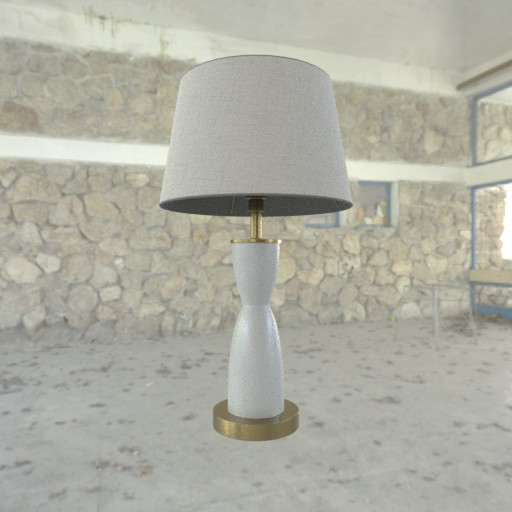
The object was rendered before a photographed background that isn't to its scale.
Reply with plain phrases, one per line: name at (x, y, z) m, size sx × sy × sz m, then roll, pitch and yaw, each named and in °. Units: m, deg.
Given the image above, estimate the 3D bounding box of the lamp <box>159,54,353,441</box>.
lamp at (0.000, 0.000, 0.721) m, size 0.309 × 0.545 × 0.309 m, roll 0°, pitch 0°, yaw 0°
